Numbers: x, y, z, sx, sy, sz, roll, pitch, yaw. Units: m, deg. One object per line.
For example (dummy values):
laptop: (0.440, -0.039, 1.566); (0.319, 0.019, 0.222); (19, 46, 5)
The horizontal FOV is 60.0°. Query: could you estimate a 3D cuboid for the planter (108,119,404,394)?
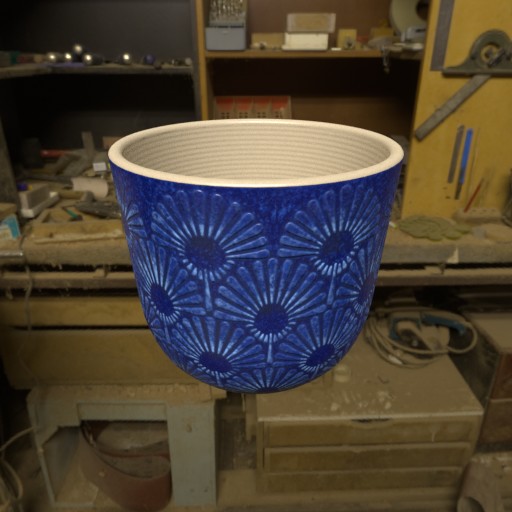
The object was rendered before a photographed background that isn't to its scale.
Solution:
planter: (0.000, 0.000, 0.298); (0.170, 0.153, 0.170); (0, 26, 0)
